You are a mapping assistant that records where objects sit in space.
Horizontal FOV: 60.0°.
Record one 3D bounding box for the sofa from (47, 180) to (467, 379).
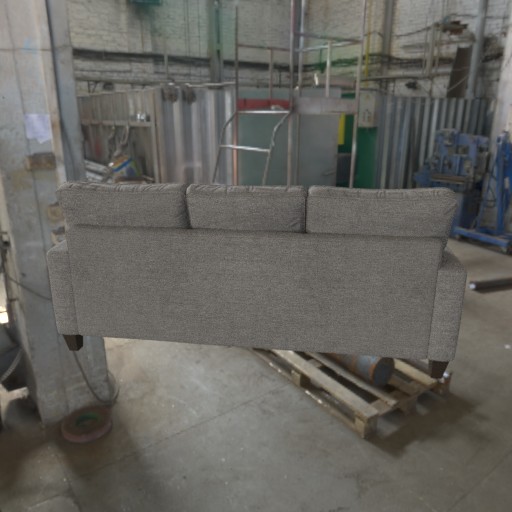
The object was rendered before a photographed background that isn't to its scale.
[{"bbox_3d":[0.000,0.000,2.671,2.158,0.965,0.951,2,18,8],"label":"sofa"}]
